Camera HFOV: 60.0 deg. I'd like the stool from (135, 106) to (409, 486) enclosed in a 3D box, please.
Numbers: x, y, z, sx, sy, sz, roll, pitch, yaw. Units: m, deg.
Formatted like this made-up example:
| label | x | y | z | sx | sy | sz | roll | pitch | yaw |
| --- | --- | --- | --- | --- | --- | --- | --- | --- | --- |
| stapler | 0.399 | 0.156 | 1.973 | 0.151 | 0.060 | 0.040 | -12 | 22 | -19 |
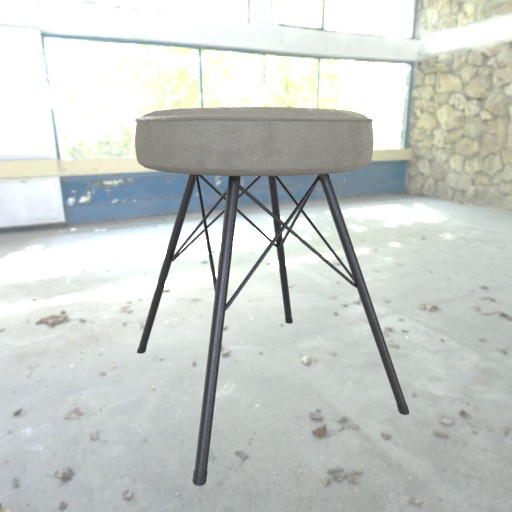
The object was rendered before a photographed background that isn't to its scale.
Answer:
| label | x | y | z | sx | sy | sz | roll | pitch | yaw |
| --- | --- | --- | --- | --- | --- | --- | --- | --- | --- |
| stool | 0.000 | 0.000 | 0.857 | 0.423 | 0.538 | 0.457 | -7 | 18 | -24 |
